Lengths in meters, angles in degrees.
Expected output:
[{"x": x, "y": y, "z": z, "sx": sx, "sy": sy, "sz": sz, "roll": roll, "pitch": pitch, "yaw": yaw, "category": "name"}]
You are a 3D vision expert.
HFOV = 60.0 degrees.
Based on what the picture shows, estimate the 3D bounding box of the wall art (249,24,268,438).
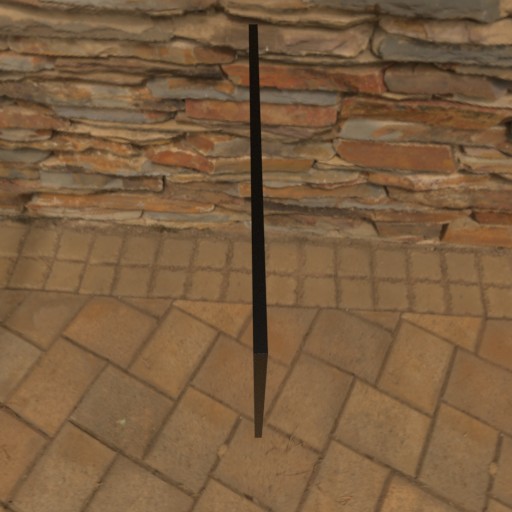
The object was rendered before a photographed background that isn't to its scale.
[{"x": 0.000, "y": 0.000, "z": 0.680, "sx": 0.012, "sy": 0.458, "sz": 0.457, "roll": -1, "pitch": 60, "yaw": 0, "category": "wall art"}]
